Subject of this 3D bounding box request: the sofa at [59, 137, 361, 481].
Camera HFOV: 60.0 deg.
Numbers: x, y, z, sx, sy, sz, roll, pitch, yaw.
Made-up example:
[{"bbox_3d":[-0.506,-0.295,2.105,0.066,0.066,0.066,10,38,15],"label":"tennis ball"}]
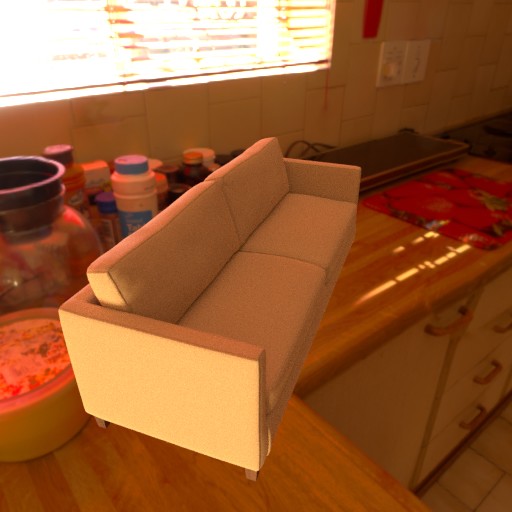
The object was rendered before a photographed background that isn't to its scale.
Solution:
[{"bbox_3d":[0.000,0.000,2.807,0.951,0.968,2.361,11,31,18],"label":"sofa"}]
